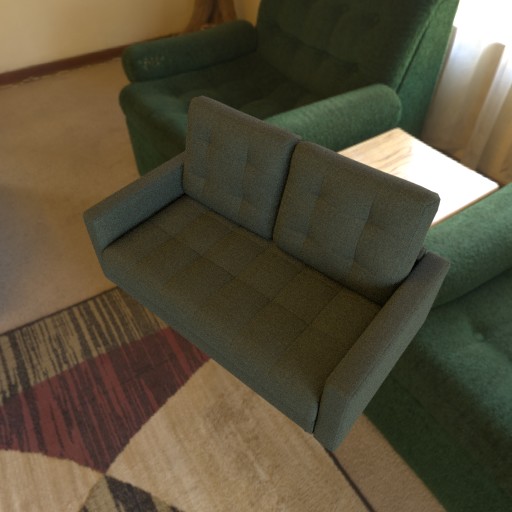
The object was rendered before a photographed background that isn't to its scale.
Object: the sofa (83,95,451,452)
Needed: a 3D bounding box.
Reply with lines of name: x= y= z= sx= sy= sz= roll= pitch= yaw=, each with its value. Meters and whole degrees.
sofa: x=0.000 y=0.000 z=1.963 sx=1.407 sy=0.907 sz=0.842 roll=31 pitch=53 yaw=26
